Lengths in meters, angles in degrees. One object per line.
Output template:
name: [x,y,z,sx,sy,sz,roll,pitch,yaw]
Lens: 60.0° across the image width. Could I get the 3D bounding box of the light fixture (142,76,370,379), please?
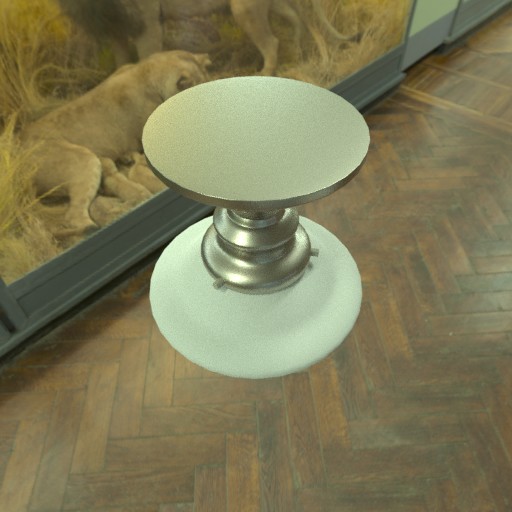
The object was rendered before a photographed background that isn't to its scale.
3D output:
light fixture: [0.000,0.000,0.391,0.199,0.254,0.199,0,47,0]
